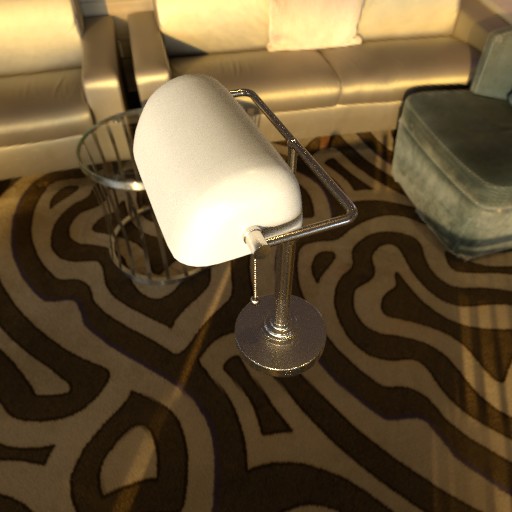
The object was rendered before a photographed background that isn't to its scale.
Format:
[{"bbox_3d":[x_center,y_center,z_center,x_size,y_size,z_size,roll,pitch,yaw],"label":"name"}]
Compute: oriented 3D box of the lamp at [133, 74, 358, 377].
[{"bbox_3d":[0.000,0.000,0.554,0.227,0.404,0.269,-16,48,-15],"label":"lamp"}]
